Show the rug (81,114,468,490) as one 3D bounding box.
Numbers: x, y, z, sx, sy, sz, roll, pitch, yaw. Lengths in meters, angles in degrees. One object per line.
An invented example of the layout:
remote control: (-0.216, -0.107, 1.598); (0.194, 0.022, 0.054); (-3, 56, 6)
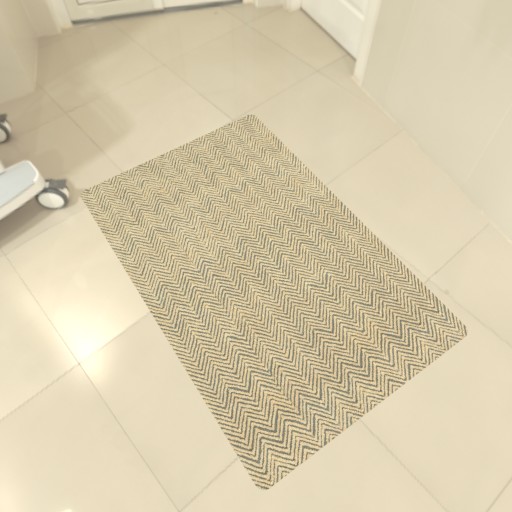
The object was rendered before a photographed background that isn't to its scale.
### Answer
rug: (0.000, 0.000, 2.201); (1.144, 0.008, 1.752); (-30, 63, -17)
